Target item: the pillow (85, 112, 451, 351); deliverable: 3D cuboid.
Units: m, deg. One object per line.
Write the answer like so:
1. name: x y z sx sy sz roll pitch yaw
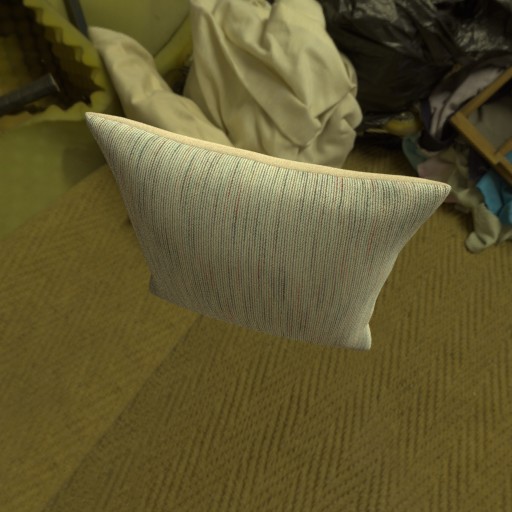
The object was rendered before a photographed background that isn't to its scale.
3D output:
1. pillow: 0.000 0.000 0.791 0.512 0.506 0.178 14 57 9
